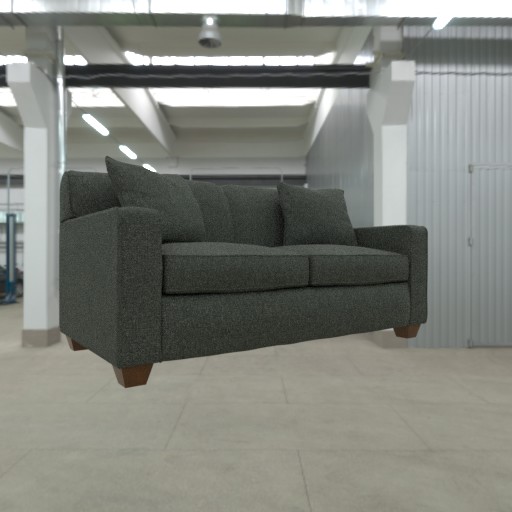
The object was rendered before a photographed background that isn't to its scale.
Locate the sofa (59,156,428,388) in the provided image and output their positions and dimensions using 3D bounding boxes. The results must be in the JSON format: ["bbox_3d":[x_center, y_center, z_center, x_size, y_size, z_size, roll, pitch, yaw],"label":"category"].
[{"bbox_3d":[0.000,0.000,2.447,1.846,0.958,0.998,0,0,-35],"label":"sofa"}]
